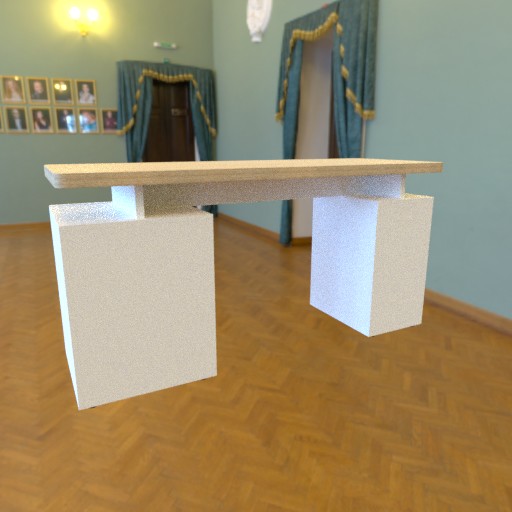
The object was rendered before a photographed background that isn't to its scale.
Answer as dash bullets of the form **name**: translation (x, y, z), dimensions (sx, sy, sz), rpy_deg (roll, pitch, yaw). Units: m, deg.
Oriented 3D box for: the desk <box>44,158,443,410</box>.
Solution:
- **desk**: translation (0.000, 0.000, 1.844), dimensions (1.500, 0.755, 0.550), rpy_deg (-7, 16, -27)
